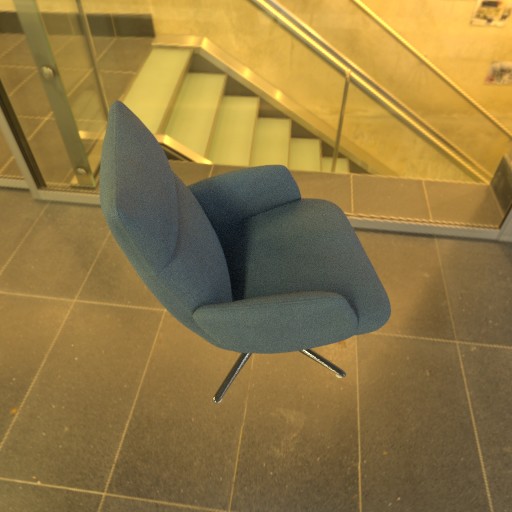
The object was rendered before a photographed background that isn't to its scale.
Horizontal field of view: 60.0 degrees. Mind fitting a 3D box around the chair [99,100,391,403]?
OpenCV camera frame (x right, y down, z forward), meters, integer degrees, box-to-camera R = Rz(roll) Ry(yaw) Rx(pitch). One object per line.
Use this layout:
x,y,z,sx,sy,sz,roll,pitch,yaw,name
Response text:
0.000,0.000,1.587,0.889,1.016,0.711,-9,48,-8,chair
